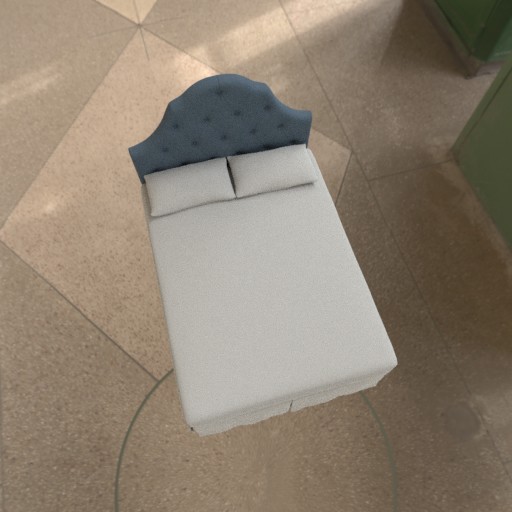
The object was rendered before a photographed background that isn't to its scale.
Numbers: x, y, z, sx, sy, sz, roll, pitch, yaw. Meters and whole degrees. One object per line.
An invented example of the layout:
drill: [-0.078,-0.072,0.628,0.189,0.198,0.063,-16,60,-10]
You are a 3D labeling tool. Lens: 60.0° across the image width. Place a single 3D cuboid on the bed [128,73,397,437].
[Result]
bed: [0.000,0.000,3.366,1.636,1.575,2.155,-14,65,-7]
